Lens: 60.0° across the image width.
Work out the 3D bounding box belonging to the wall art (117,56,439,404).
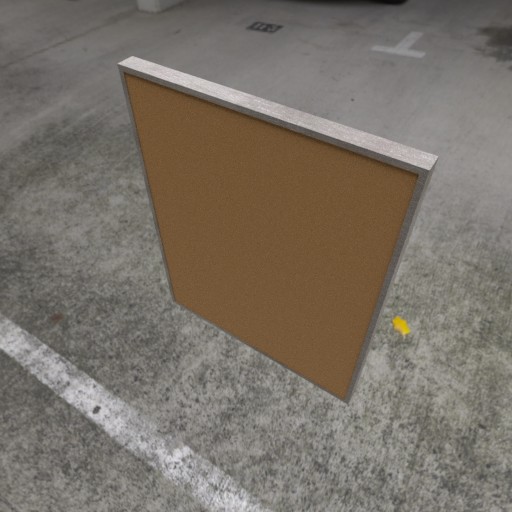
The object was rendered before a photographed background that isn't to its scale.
[{"bbox_3d":[0.000,0.000,0.705,0.421,0.521,0.032,26,52,22],"label":"wall art"}]
